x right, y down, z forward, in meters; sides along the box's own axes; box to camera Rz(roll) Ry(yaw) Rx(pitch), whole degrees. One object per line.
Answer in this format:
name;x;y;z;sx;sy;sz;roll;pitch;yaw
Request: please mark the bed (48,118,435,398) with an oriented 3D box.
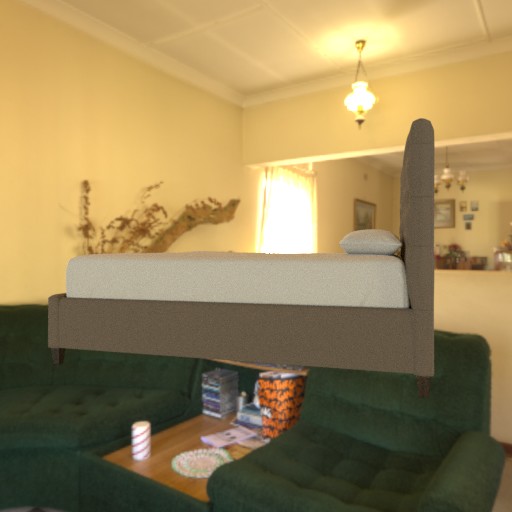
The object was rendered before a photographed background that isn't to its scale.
bed;0.000;0.000;3.373;2.387;1.427;1.698;0;1;17
